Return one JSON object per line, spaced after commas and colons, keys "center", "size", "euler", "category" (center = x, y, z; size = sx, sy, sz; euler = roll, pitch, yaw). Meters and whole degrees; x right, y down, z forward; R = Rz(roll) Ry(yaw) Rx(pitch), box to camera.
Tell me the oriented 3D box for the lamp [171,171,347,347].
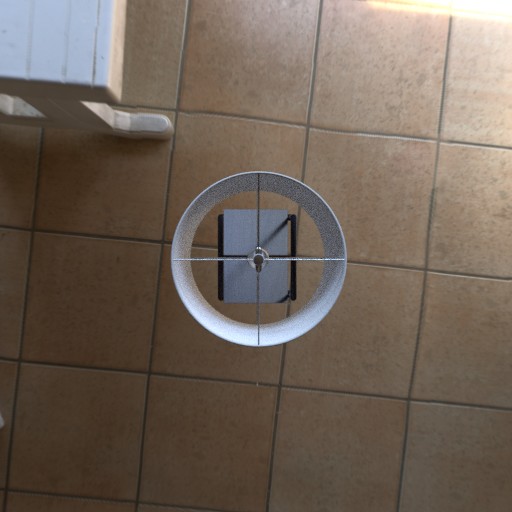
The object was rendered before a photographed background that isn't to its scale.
{"center": [0.000, 0.000, 1.681], "size": [0.384, 1.474, 0.427], "euler": [0, 91, 0], "category": "lamp"}
